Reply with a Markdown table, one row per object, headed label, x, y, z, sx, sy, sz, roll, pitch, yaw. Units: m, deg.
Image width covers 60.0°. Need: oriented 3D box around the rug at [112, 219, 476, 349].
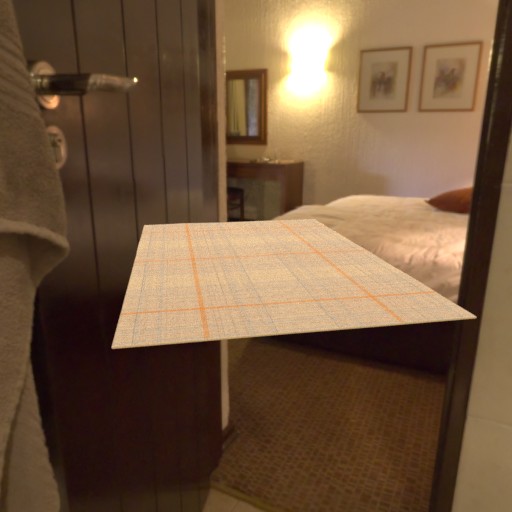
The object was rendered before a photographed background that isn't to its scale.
| label | x | y | z | sx | sy | sz | roll | pitch | yaw |
| --- | --- | --- | --- | --- | --- | --- | --- | --- | --- |
| rug | 0.000 | 0.000 | 2.302 | 1.232 | 0.015 | 1.825 | -3 | 16 | -10 |
